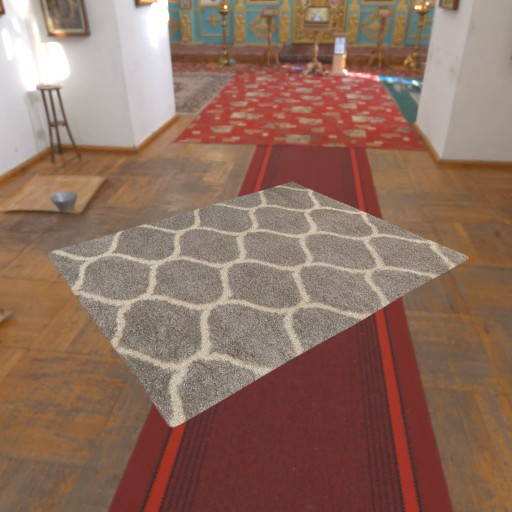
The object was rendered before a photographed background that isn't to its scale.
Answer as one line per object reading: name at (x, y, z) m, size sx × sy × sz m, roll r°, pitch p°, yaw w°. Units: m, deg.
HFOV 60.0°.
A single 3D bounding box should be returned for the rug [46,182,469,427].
rug at (0.000, 0.000, 4.004) m, size 3.000 × 0.026 × 2.399 m, roll -21°, pitch 36°, yaw -32°
